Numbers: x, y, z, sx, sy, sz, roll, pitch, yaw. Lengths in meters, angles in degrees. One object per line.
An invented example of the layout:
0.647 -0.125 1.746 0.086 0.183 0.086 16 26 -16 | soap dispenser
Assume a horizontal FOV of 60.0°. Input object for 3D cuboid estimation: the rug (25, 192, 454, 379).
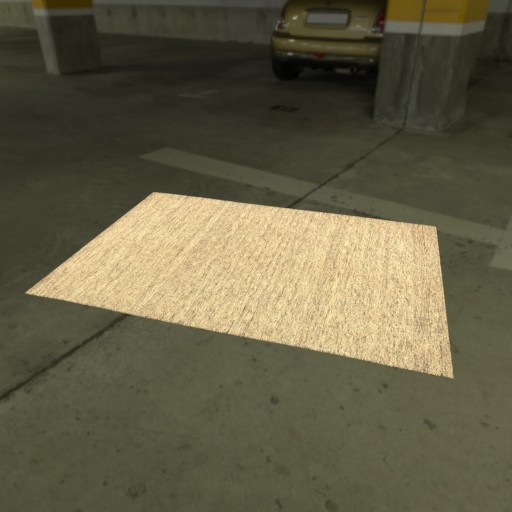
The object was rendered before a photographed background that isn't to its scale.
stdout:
0.000 0.000 2.878 2.283 0.013 1.547 9 32 14 | rug
